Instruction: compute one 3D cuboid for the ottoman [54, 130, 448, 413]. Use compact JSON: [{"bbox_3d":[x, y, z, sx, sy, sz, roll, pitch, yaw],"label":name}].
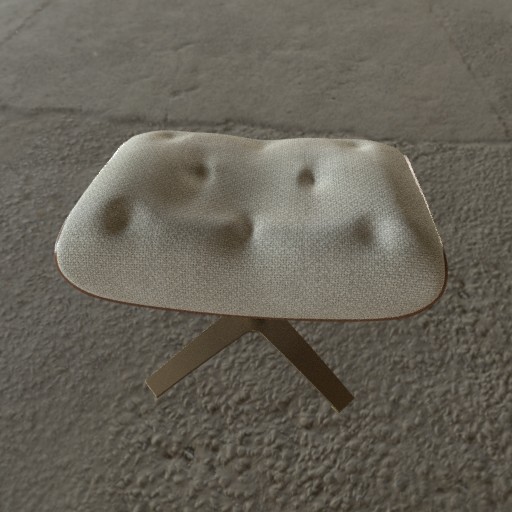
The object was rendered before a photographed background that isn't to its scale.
[{"bbox_3d":[0.000,0.000,0.807,0.520,0.391,0.394,4,47,3],"label":"ottoman"}]
